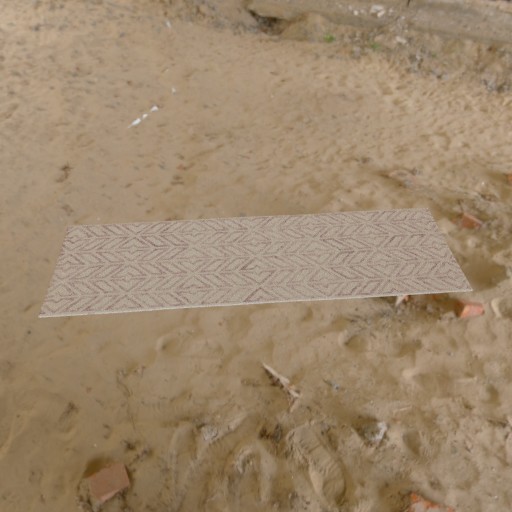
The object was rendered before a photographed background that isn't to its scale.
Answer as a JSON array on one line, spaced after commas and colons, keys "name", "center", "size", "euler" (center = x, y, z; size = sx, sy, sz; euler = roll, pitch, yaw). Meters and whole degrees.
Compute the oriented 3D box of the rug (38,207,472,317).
[{"name": "rug", "center": [0.000, 0.000, 2.735], "size": [2.435, 0.009, 0.750], "euler": [-3, 45, -3]}]
